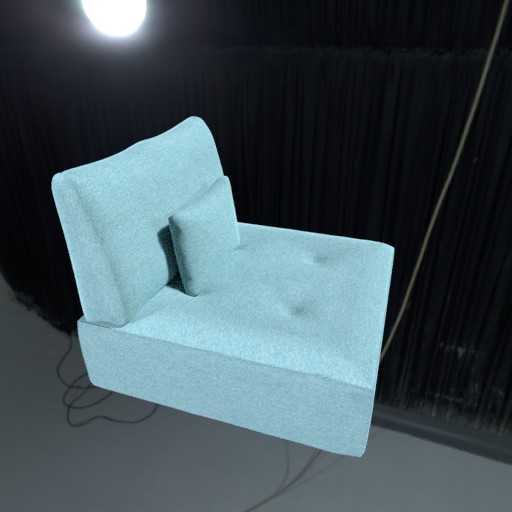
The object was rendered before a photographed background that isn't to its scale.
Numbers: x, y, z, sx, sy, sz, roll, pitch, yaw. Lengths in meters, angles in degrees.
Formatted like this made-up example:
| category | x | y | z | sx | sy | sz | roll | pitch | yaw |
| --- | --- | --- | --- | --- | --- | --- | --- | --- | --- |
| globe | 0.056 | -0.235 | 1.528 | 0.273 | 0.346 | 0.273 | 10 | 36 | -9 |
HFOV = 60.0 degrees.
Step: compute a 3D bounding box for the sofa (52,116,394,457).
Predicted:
| category | x | y | z | sx | sy | sz | roll | pitch | yaw |
| --- | --- | --- | --- | --- | --- | --- | --- | --- | --- |
| sofa | 0.000 | 0.000 | 1.683 | 1.000 | 0.820 | 0.930 | 9 | 30 | 16 |
